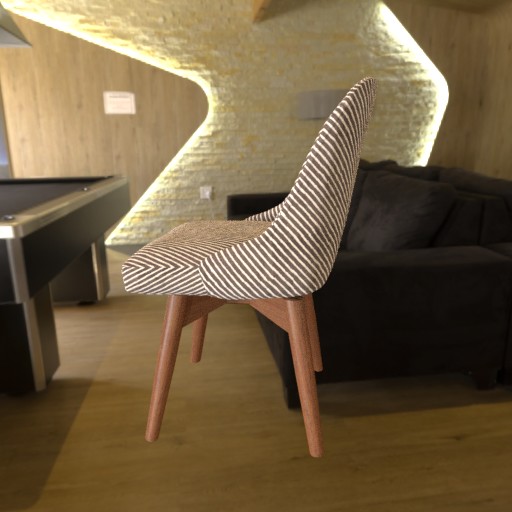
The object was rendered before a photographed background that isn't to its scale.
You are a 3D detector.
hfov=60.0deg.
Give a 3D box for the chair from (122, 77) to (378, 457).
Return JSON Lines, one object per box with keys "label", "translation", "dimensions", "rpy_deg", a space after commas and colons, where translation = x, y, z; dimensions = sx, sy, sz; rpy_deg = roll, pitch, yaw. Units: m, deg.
{"label": "chair", "translation": [0.000, 0.000, 1.214], "dimensions": [0.591, 0.883, 0.504], "rpy_deg": [2, 14, 8]}
